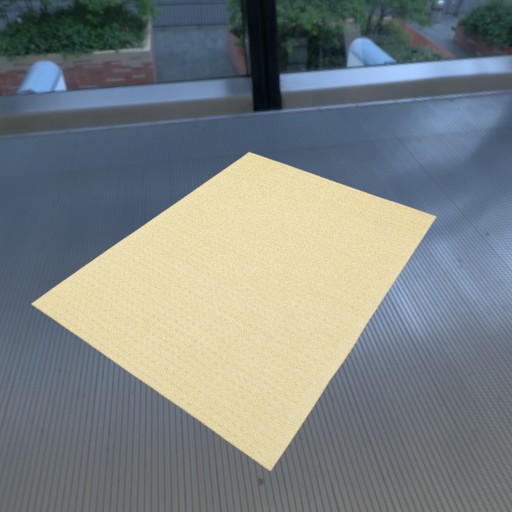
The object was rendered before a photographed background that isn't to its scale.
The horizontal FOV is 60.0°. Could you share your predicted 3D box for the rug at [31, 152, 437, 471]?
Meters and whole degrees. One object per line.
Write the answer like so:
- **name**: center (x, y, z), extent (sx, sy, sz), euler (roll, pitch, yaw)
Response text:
- **rug**: center (0.000, 0.000, 4.238), extent (2.452, 0.016, 3.204), euler (25, 48, 25)
